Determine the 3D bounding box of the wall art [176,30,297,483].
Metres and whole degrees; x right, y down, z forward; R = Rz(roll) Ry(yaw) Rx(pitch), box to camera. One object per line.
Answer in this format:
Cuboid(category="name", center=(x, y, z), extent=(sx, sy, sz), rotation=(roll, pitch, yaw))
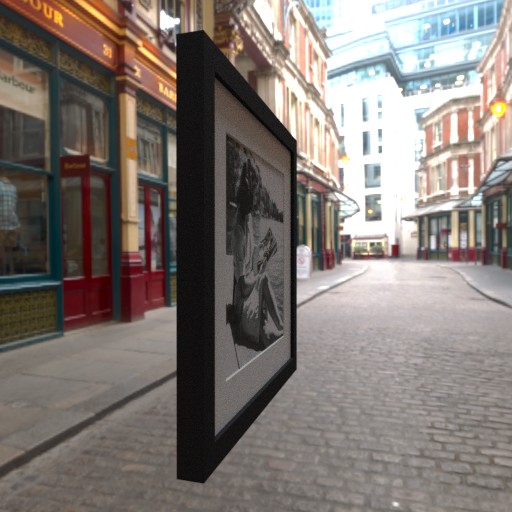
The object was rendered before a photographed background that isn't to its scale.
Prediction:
Cuboid(category="wall art", center=(0.000, 0.000, 0.673), extent=(0.030, 0.458, 0.462), rotation=(0, 0, 17))
